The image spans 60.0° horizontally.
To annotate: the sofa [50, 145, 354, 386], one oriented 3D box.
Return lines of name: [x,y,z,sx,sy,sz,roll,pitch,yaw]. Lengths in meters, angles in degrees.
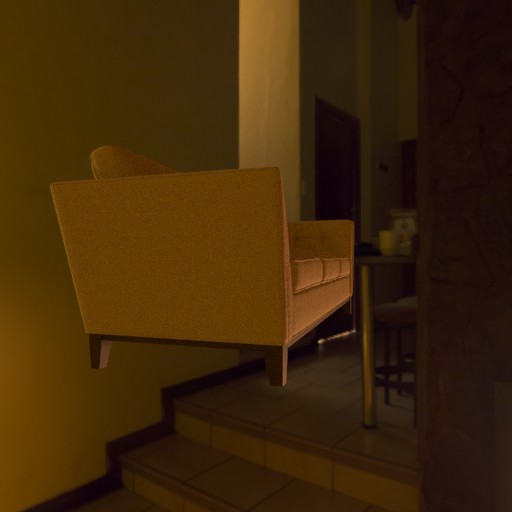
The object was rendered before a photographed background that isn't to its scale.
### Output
sofa: [0.000,0.000,2.763,0.965,0.940,2.388,0,0,18]
